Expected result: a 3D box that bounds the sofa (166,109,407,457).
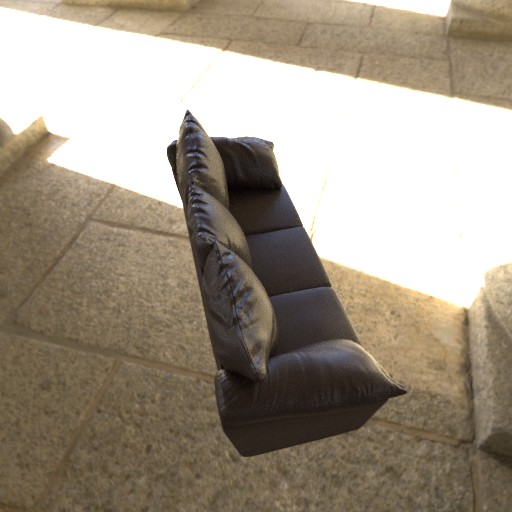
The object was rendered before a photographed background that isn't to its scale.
[{"bbox_3d":[0.000,0.000,2.920,0.907,1.091,2.390,-10,47,-10],"label":"sofa"}]
